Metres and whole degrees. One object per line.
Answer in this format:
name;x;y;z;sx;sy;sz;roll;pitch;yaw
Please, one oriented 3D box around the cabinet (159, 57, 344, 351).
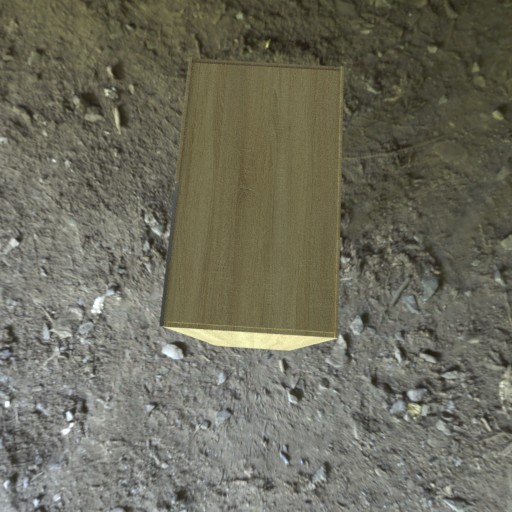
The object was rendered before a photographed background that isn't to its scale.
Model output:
cabinet;0.000;0.000;2.569;0.590;2.121;1.001;4;77;1
